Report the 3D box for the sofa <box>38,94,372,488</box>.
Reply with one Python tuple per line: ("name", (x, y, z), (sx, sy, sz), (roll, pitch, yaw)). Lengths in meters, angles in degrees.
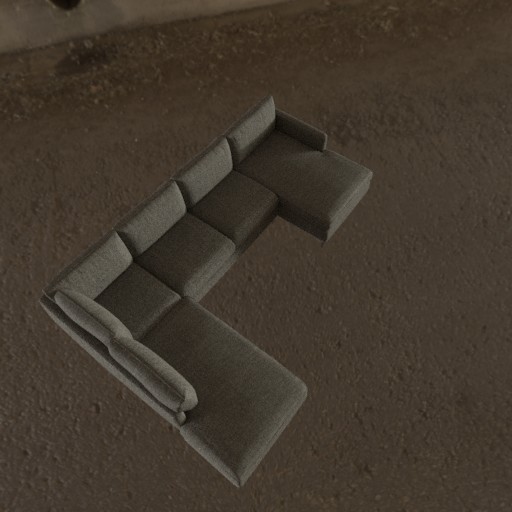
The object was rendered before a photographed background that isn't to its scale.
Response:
("sofa", (0.000, 0.000, 3.559), (1.879, 0.756, 2.737), (33, 64, 19))
